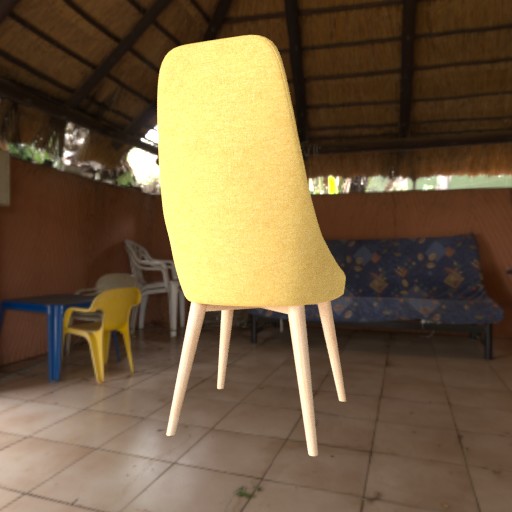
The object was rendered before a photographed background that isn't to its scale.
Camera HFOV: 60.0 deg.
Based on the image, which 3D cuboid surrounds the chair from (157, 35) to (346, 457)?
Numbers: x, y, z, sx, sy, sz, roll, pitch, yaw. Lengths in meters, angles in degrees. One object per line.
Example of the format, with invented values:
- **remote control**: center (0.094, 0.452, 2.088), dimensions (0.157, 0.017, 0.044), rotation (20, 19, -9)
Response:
- **chair**: center (0.000, 0.000, 1.365), dimensions (0.510, 1.040, 0.660), rotation (0, 1, 18)
